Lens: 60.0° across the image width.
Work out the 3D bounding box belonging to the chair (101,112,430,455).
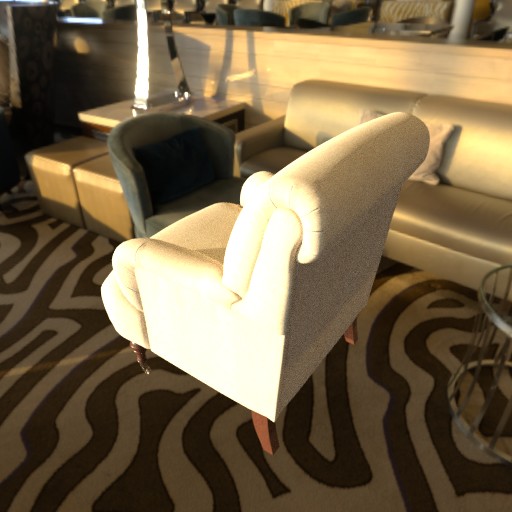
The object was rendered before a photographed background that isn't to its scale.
[{"bbox_3d":[0.000,0.000,1.520,0.842,0.944,0.766,20,37,29],"label":"chair"}]
